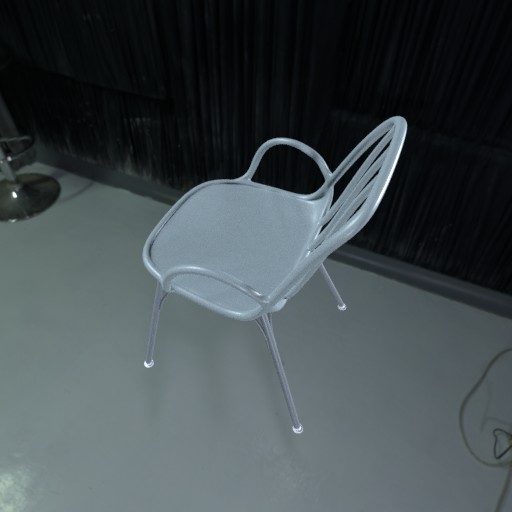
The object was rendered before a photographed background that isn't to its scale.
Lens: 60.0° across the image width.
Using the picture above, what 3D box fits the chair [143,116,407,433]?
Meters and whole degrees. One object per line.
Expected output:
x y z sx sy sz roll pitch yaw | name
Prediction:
0.000 0.000 1.225 0.597 0.816 0.549 17 49 16 | chair
